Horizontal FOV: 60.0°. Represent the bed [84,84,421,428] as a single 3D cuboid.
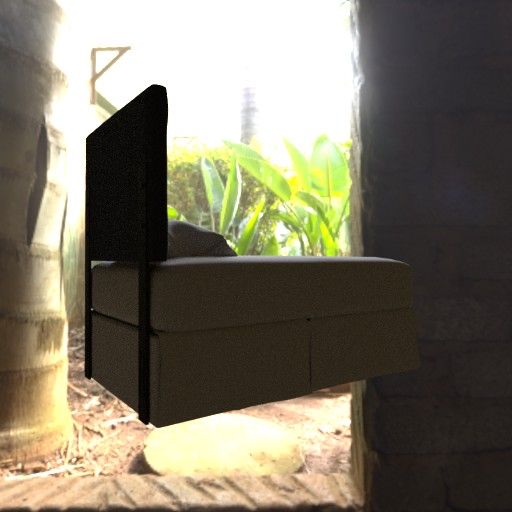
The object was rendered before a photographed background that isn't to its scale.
[{"bbox_3d":[0.000,0.000,3.028,1.997,1.571,1.261,0,0,-36],"label":"bed"}]
